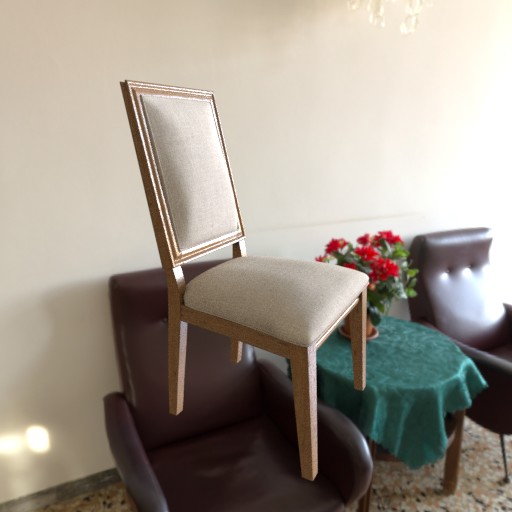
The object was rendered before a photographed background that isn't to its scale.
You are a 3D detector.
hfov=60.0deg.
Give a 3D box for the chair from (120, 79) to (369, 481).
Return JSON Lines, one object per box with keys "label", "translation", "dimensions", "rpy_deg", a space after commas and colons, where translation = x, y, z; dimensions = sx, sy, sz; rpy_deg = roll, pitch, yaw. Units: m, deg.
{"label": "chair", "translation": [0.000, 0.000, 1.343], "dimensions": [0.601, 0.988, 0.536], "rpy_deg": [8, 18, 27]}
